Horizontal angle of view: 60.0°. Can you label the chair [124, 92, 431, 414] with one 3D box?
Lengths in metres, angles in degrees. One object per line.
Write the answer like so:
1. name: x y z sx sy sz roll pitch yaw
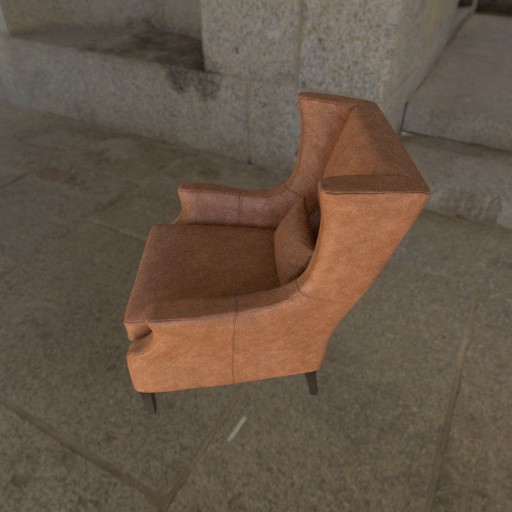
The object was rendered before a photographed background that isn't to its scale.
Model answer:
1. chair: 0.000 0.000 1.713 0.926 1.016 0.853 0 39 0
